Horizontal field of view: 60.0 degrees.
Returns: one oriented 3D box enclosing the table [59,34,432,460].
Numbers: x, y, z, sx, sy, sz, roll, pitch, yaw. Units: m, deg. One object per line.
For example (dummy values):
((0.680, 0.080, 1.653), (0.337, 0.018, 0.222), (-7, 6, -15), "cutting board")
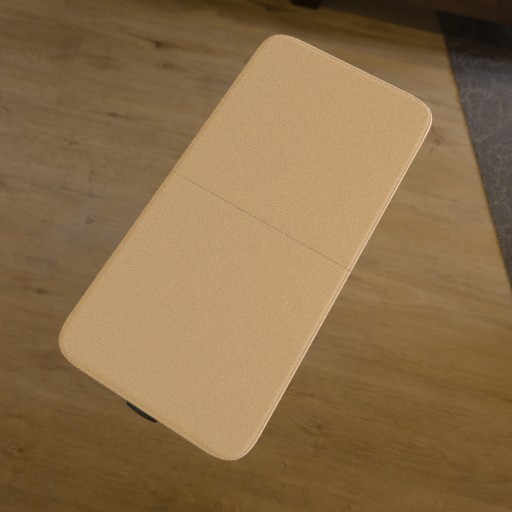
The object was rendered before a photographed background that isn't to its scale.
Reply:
((0.000, 0.000, 1.646), (0.611, 0.737, 1.245), (30, 77, 8), "table")
